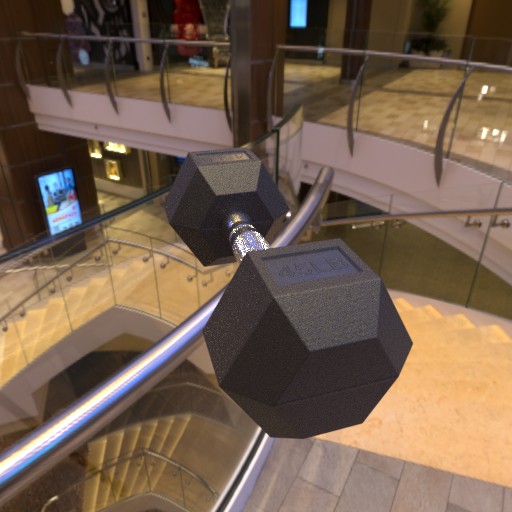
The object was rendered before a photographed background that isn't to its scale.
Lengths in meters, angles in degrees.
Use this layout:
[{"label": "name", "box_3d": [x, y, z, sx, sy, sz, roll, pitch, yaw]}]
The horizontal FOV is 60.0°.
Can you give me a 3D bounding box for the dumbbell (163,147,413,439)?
[{"label": "dumbbell", "box_3d": [0.000, 0.000, 0.424, 0.141, 0.123, 0.356, -8, 31, -15]}]
